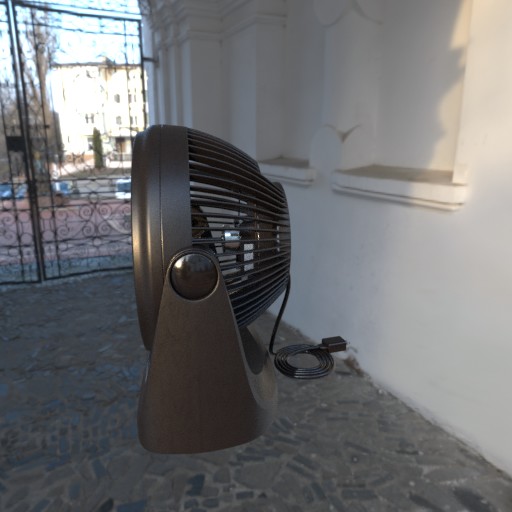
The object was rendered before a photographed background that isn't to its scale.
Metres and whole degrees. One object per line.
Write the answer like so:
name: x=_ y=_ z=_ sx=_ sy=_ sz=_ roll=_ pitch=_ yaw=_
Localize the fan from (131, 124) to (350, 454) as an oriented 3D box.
fan: x=0.000 y=0.000 z=0.488 sx=0.256 sy=0.277 sz=0.273 roll=-2 pitch=15 yaw=-8
